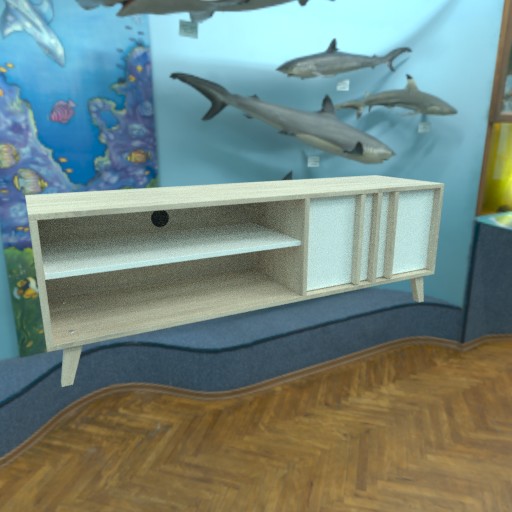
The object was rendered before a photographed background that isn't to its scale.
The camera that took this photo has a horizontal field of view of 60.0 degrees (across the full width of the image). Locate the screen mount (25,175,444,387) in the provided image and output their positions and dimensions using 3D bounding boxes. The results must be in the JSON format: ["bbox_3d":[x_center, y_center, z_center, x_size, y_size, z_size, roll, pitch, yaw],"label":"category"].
[{"bbox_3d":[0.000,0.000,1.686,1.500,0.510,0.400,-8,18,-26],"label":"screen mount"}]
